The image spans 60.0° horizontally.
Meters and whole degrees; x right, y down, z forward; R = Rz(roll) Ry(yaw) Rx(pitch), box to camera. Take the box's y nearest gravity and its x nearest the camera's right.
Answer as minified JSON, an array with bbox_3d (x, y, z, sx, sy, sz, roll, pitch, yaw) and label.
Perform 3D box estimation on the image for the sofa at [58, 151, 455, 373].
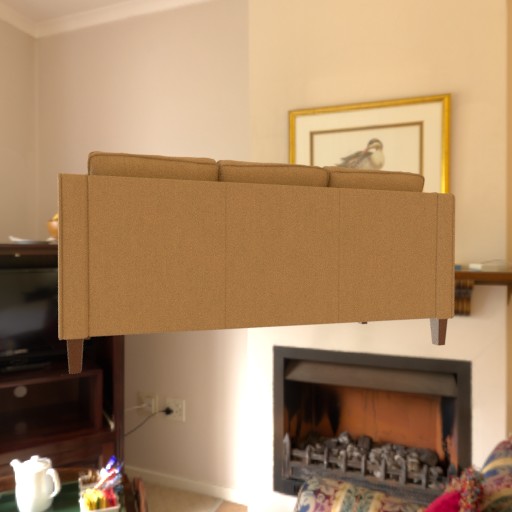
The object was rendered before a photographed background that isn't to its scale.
[{"bbox_3d":[0.000,0.000,2.532,1.986,0.974,0.911,0,0,-18],"label":"sofa"}]
